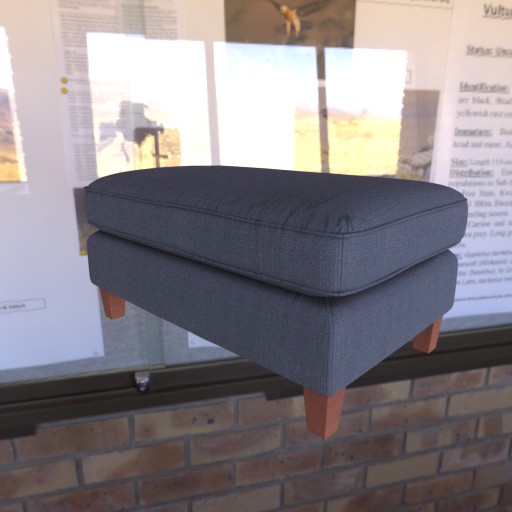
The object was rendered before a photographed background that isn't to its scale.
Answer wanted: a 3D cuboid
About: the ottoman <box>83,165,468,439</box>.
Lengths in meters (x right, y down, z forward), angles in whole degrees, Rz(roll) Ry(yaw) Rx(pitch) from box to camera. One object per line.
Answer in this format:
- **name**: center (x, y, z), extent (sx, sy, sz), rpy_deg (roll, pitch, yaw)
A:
- **ottoman**: center (0.000, 0.000, 1.174), extent (0.885, 0.438, 0.570), rpy_deg (15, 22, 42)
